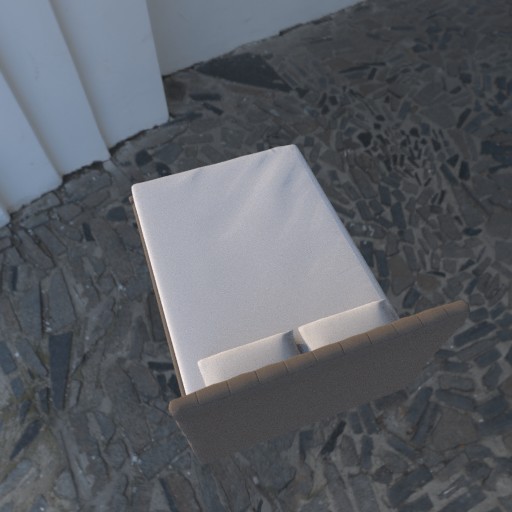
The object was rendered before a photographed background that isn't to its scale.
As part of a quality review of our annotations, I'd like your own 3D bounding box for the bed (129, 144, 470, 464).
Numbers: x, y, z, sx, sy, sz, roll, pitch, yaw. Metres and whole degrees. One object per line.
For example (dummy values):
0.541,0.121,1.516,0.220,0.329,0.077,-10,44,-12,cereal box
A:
0.000,0.000,3.444,1.698,1.427,2.387,-17,58,-11,bed
